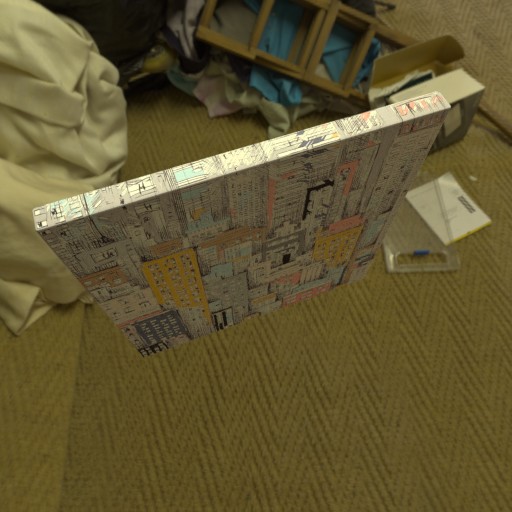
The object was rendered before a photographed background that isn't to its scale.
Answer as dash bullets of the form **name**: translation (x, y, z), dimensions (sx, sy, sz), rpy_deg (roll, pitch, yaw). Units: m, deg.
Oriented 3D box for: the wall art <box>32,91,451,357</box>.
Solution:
- **wall art**: translation (0.000, 0.000, 0.882), dimensions (0.607, 0.608, 0.038), rpy_deg (-18, 64, -9)
